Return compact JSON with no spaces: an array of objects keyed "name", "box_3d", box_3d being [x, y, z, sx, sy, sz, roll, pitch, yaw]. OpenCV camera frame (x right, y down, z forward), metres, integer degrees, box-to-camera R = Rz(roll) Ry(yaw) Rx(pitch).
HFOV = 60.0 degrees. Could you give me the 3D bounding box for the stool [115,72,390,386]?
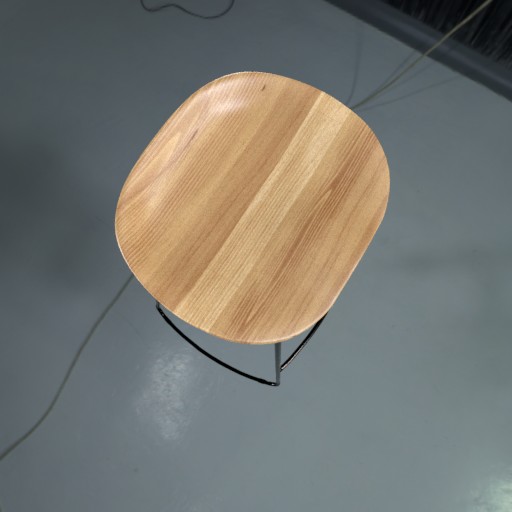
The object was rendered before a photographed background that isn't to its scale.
[{"name":"stool","box_3d":[0.000,0.000,0.945,0.401,0.679,0.480,31,78,8]}]
